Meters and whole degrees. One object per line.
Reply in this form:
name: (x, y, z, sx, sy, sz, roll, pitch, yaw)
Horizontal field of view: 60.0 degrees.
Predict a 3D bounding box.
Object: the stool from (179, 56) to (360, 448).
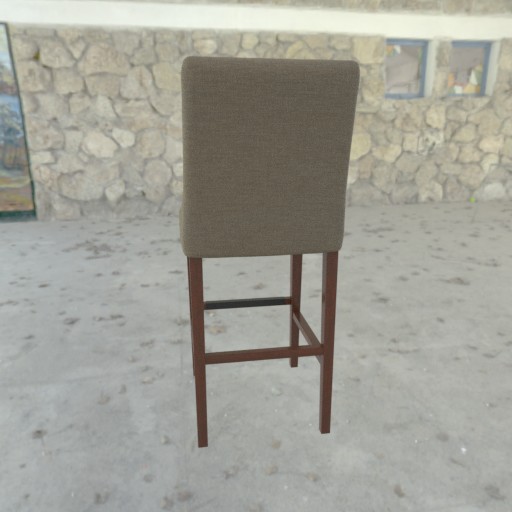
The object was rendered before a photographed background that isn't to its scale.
stool: (0.000, 0.000, 1.394, 0.470, 1.078, 0.577, -3, 16, -9)
